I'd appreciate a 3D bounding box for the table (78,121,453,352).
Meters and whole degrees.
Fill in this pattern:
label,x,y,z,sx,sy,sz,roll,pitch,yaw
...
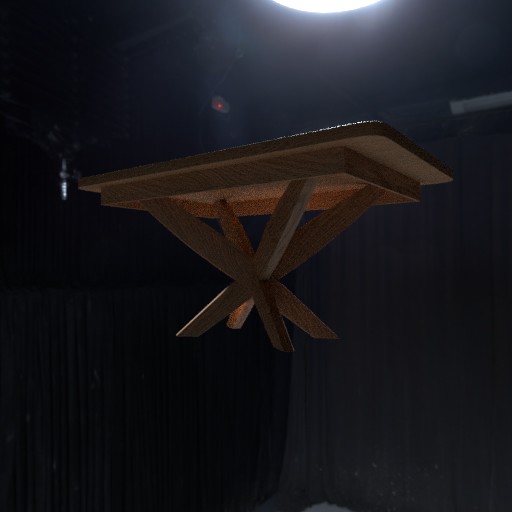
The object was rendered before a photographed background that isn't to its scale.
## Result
label,x,y,z,sx,sy,sz,roll,pitch,yaw
table,0.000,0.000,2.135,1.600,0.770,0.950,-1,-1,37
